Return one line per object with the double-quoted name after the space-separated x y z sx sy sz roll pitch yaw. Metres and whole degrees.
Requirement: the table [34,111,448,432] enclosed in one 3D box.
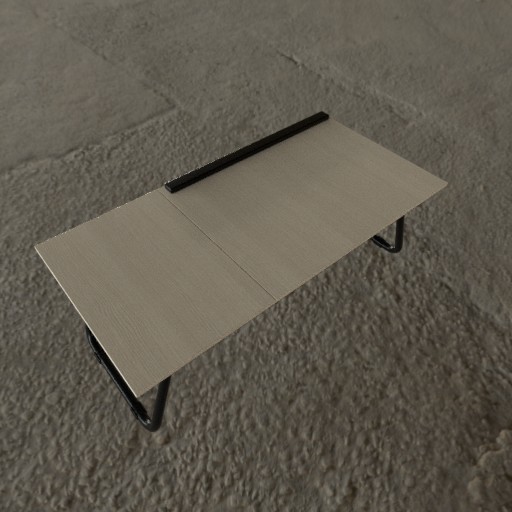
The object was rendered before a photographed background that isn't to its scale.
0.000 0.000 0.832 0.644 0.242 0.322 -31 54 -26 "table"
